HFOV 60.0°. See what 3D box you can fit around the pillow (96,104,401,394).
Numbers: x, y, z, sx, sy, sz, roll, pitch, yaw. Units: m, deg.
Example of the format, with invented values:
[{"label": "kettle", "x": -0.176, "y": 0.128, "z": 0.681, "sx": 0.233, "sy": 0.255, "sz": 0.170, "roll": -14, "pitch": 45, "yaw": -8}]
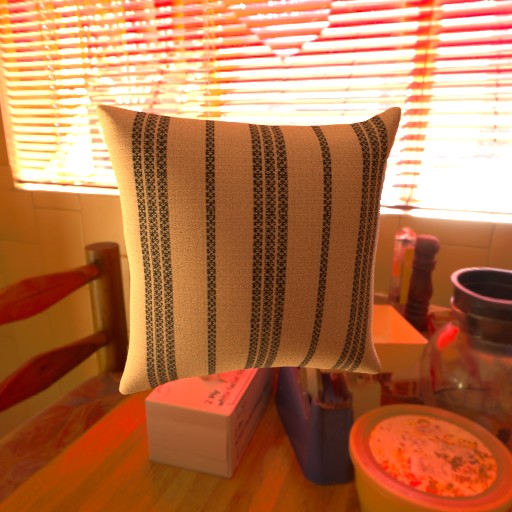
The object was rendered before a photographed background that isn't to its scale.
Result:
[{"label": "pillow", "x": 0.000, "y": 0.000, "z": 0.629, "sx": 0.405, "sy": 0.406, "sz": 0.173, "roll": -2, "pitch": 16, "yaw": -9}]
